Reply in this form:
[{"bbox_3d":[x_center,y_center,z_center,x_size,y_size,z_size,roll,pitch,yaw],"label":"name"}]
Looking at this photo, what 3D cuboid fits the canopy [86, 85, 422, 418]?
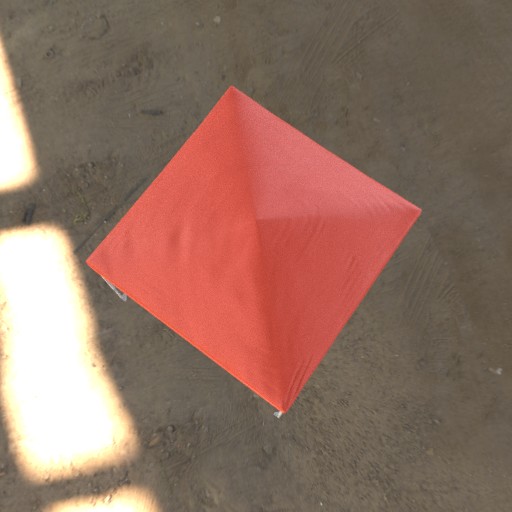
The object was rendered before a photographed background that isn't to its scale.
[{"bbox_3d":[0.000,0.000,5.191,2.849,2.850,2.850,35,80,7],"label":"canopy"}]
